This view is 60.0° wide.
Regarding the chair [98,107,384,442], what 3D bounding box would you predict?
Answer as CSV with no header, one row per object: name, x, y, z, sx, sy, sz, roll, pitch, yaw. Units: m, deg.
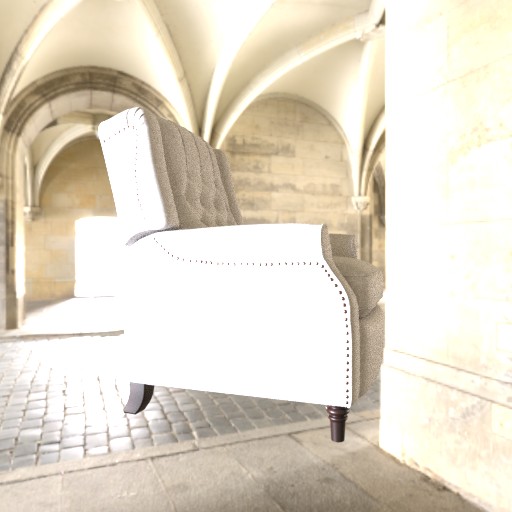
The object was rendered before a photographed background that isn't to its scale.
chair,0.000,0.000,1.643,0.902,1.035,0.742,0,0,20
